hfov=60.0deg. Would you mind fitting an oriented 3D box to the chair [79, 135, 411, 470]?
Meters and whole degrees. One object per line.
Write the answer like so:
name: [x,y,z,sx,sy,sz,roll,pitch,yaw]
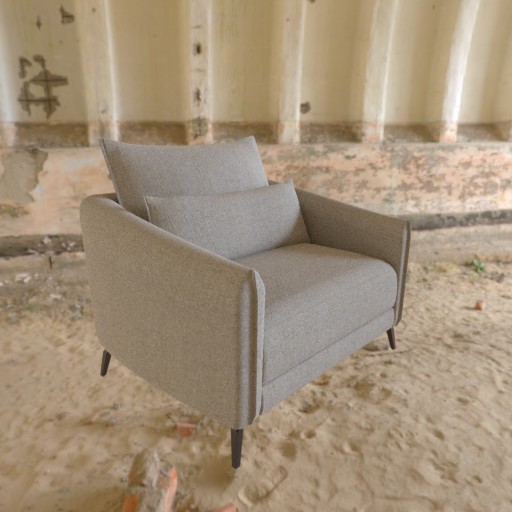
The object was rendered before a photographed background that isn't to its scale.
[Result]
chair: [0.000,0.000,1.634,0.801,0.856,1.029,14,20,41]
